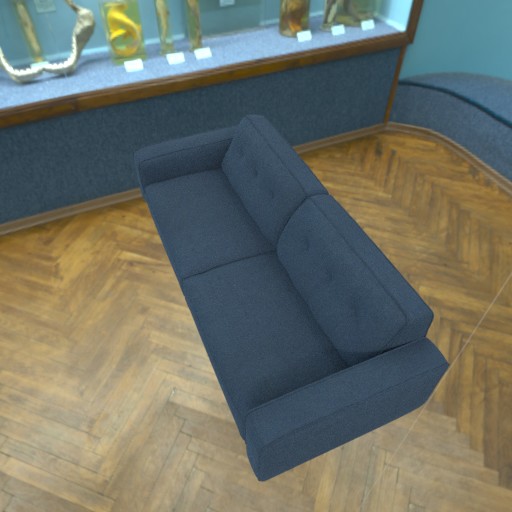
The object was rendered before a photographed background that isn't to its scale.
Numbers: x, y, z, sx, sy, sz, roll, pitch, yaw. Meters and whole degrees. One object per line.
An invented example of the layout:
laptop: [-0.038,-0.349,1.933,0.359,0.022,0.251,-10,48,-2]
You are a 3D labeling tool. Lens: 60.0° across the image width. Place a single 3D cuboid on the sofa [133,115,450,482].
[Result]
sofa: [0.000,0.000,2.672,0.953,0.782,2.270,-18,50,-16]
